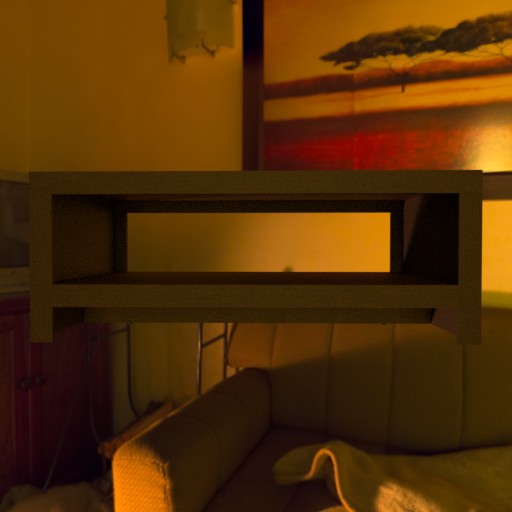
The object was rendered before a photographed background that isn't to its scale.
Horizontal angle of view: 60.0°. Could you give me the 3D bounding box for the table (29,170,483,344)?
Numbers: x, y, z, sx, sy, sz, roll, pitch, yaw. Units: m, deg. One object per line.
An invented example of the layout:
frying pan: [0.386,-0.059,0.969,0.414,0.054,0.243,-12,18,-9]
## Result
table: [0.000,0.000,1.375,1.099,0.424,0.597,0,1,1]
